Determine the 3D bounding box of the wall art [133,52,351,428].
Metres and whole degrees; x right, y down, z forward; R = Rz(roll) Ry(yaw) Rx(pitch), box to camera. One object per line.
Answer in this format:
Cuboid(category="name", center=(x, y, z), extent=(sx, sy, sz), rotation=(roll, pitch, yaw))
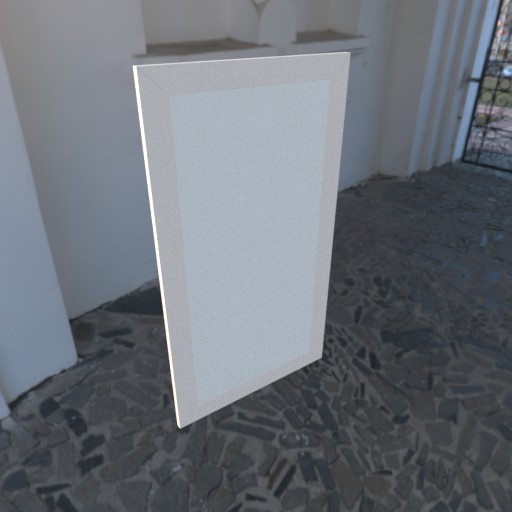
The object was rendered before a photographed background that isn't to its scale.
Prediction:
Cuboid(category="wall art", center=(0.000, 0.000, 0.834), extent=(0.380, 0.683, 0.013), rotation=(-18, 34, -29))
